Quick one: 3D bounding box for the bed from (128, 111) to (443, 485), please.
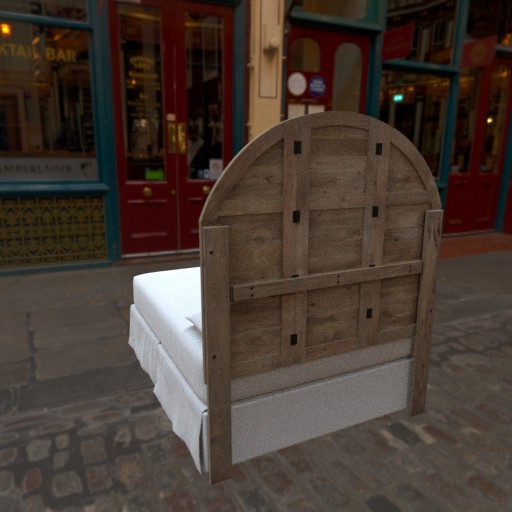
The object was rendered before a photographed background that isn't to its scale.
[{"bbox_3d":[0.000,0.000,3.483,1.713,2.002,2.112,-6,14,-26],"label":"bed"}]
